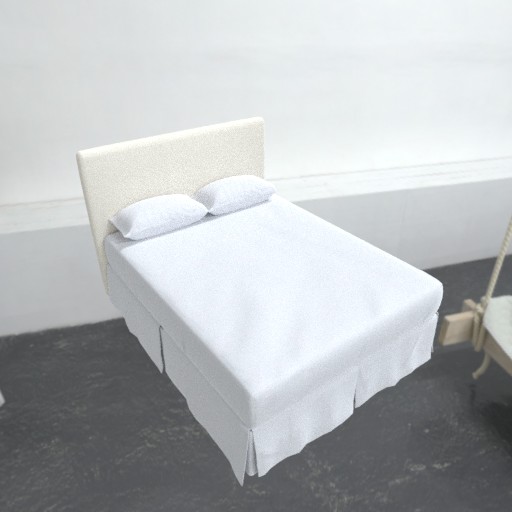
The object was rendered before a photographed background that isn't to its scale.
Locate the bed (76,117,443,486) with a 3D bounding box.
[{"bbox_3d":[0.000,0.000,3.184,1.713,1.330,2.142,-21,37,-31],"label":"bed"}]
